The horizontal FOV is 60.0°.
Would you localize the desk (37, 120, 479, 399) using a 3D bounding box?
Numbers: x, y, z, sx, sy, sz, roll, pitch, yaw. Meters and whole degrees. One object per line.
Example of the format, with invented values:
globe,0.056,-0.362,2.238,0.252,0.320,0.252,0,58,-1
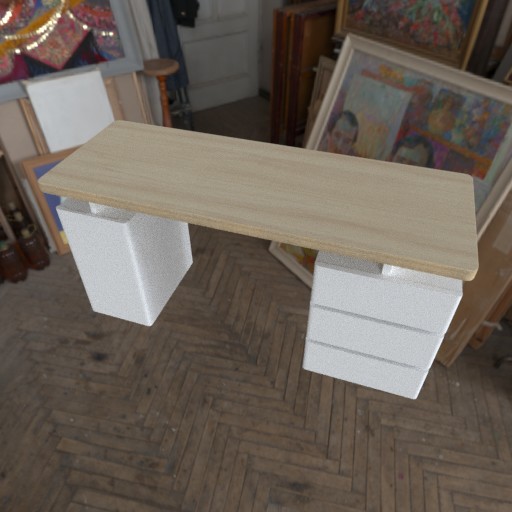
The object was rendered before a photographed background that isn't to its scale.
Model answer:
desk,0.000,0.000,1.864,1.500,0.755,0.550,12,43,14
